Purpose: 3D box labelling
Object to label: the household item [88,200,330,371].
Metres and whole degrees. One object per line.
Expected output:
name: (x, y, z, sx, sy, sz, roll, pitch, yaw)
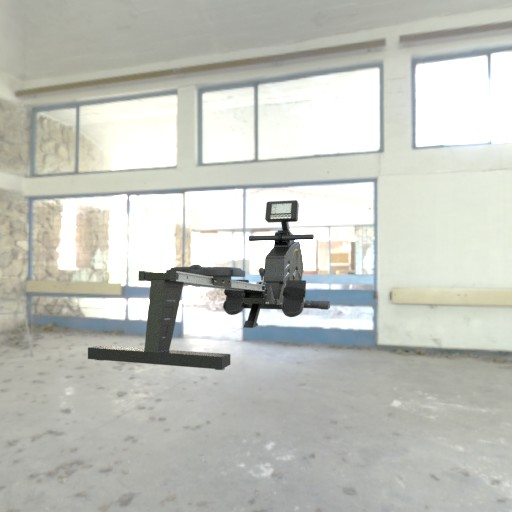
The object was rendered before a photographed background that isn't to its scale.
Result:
household item: (0.000, 0.000, 2.587, 0.521, 0.810, 2.251, 0, -2, 19)
